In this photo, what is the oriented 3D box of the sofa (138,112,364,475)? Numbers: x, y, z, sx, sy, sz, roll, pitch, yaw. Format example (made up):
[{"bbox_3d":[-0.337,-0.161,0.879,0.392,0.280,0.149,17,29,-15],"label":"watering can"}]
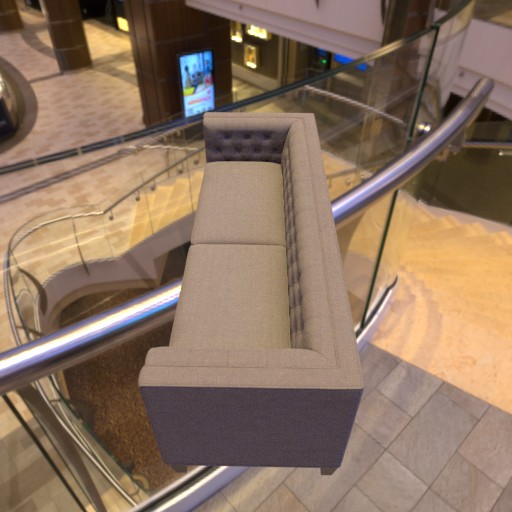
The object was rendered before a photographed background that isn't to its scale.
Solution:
[{"bbox_3d":[0.000,0.000,2.538,0.775,0.762,2.159,1,42,1],"label":"sofa"}]
